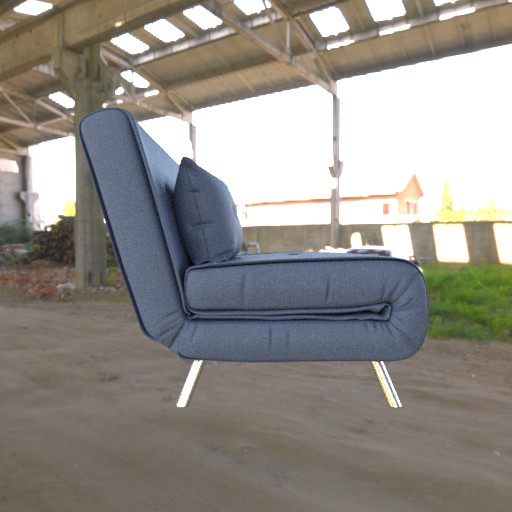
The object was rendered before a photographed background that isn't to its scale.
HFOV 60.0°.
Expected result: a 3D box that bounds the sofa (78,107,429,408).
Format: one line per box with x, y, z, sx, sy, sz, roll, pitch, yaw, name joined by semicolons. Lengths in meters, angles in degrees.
0.000;0.000;1.725;0.996;0.860;0.999;0;1;0;sofa
